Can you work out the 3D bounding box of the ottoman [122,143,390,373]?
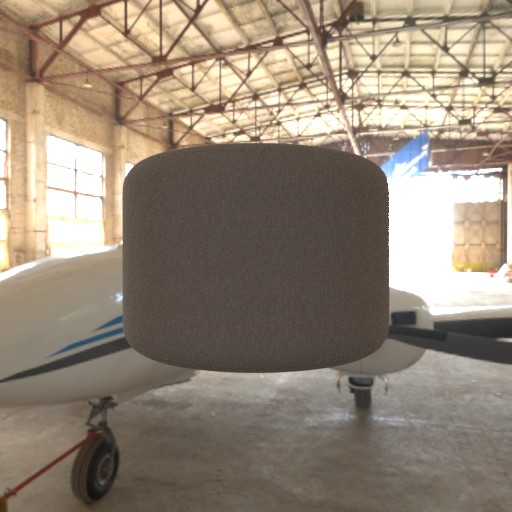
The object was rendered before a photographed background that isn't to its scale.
[{"bbox_3d":[0.000,0.000,1.054,0.608,0.433,0.608,0,0,0],"label":"ottoman"}]
